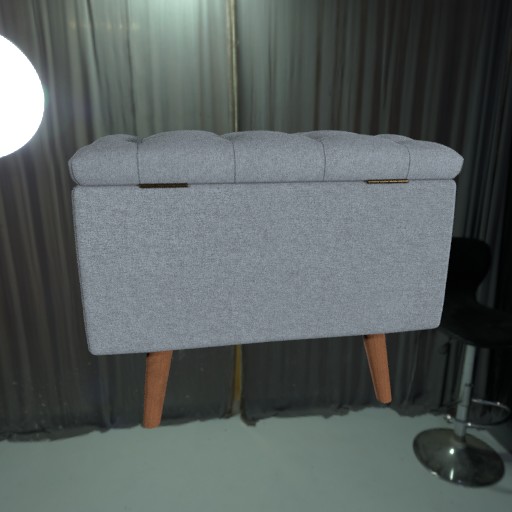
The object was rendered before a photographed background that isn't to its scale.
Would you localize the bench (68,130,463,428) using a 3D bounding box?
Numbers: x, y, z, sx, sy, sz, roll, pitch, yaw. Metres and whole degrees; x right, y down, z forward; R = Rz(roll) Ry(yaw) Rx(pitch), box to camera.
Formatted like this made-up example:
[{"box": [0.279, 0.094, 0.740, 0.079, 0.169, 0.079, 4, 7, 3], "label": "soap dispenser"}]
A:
[{"box": [0.000, 0.000, 0.862, 0.572, 0.469, 0.417, -3, 16, -10], "label": "bench"}]
